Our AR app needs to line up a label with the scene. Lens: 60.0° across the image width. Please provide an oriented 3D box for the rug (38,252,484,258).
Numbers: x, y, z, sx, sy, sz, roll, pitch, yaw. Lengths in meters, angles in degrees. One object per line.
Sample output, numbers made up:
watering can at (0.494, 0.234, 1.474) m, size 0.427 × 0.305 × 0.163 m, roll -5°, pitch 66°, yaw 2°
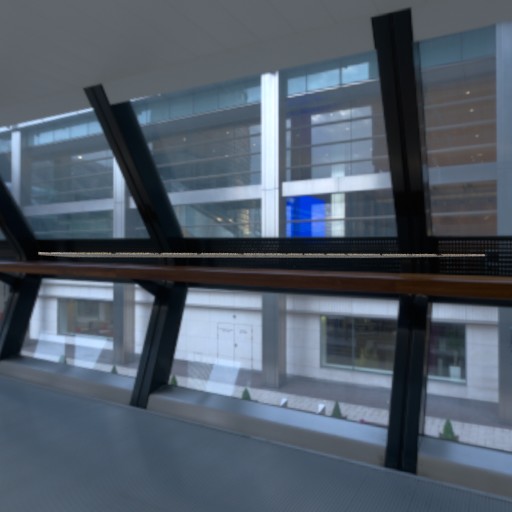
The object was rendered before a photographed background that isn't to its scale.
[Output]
rug at (0.000, 0.000, 2.463) m, size 2.006 × 0.008 × 1.196 m, roll 0°, pitch -1°, yaw -17°
